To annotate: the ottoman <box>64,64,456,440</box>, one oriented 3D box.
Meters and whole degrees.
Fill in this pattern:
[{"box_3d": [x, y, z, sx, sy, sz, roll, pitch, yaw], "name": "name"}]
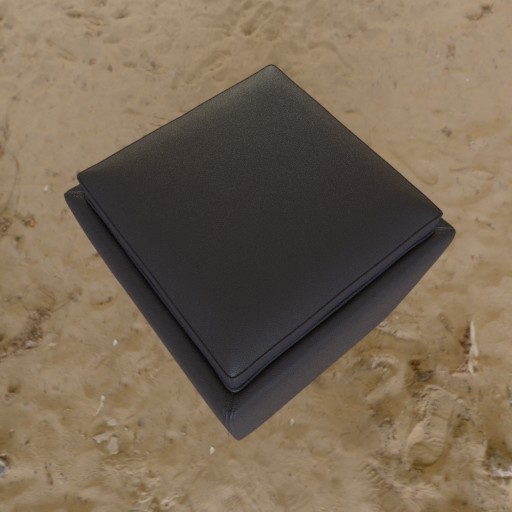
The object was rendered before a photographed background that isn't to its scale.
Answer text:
[{"box_3d": [0.000, 0.000, 0.818, 0.450, 0.460, 0.451, -36, 69, -16], "name": "ottoman"}]
